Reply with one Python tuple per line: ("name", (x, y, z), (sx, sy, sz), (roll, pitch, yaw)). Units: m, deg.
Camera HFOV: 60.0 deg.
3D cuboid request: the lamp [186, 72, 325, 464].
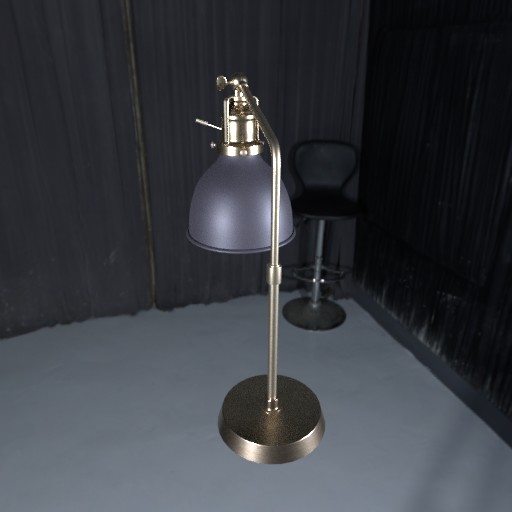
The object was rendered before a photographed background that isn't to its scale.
("lamp", (0.000, 0.000, 0.600), (0.160, 0.456, 0.291), (-8, 26, -17))
